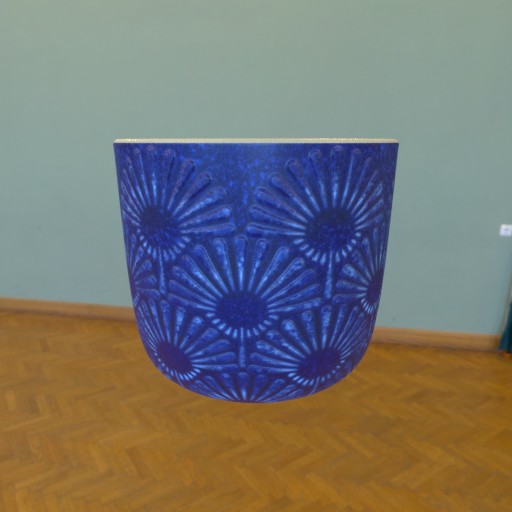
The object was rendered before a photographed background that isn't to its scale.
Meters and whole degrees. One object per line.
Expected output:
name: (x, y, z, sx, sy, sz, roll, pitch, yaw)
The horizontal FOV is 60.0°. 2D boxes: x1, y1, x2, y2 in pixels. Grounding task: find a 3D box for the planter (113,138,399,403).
planter: (0.000, 0.000, 0.214, 0.124, 0.109, 0.124, 0, 15, 0)
